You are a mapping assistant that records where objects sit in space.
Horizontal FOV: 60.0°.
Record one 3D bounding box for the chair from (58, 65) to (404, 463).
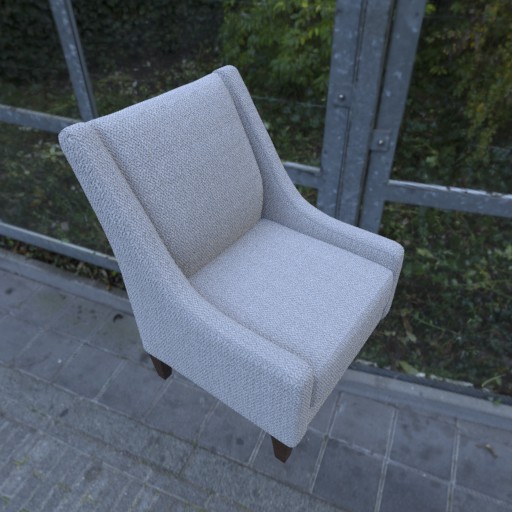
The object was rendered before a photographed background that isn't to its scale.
[{"bbox_3d":[0.000,0.000,1.589,0.870,1.014,0.774,25,45,27],"label":"chair"}]
